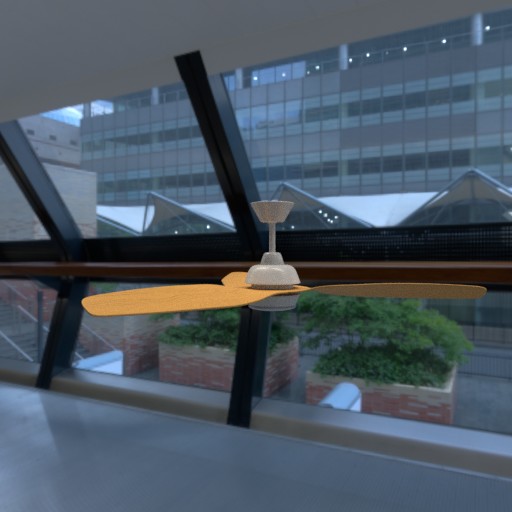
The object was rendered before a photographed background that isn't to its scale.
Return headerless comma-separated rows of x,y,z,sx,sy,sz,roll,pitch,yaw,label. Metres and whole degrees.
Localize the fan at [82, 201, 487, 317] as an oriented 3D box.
0.000,0.000,1.619,1.142,0.355,1.010,0,1,-19,fan
